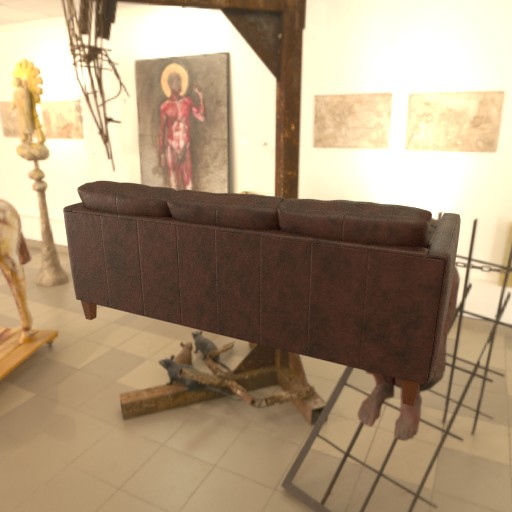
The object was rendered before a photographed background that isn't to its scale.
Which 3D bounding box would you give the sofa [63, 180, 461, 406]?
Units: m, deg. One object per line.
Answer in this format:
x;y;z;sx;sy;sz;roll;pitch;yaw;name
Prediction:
0.000;0.000;3.025;2.464;1.006;1.045;9;20;25;sofa
